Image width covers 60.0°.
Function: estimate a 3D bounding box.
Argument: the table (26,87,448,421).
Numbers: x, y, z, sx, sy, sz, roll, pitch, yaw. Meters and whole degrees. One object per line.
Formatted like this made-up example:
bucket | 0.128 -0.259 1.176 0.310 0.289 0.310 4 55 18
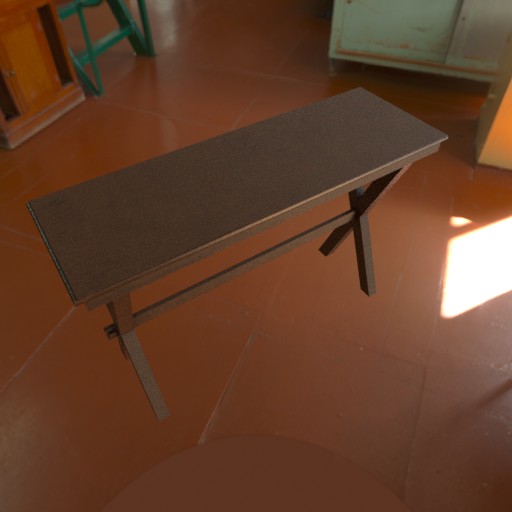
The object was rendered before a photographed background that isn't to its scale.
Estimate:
table | 0.000 0.000 1.556 1.197 0.763 0.399 -26 52 -23
